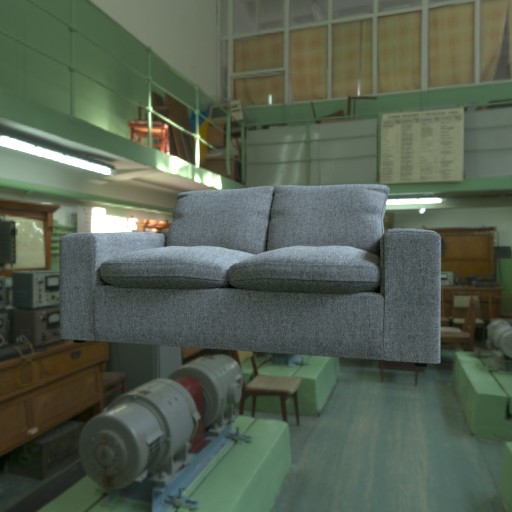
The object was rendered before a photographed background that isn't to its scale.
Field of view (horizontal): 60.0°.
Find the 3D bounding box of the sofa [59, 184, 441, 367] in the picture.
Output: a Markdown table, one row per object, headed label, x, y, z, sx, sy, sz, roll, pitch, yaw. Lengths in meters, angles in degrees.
| label | x | y | z | sx | sy | sz | roll | pitch | yaw |
| --- | --- | --- | --- | --- | --- | --- | --- | --- | --- |
| sofa | 0.000 | 0.000 | 2.404 | 1.758 | 0.877 | 1.094 | 0 | 1 | 16 |
